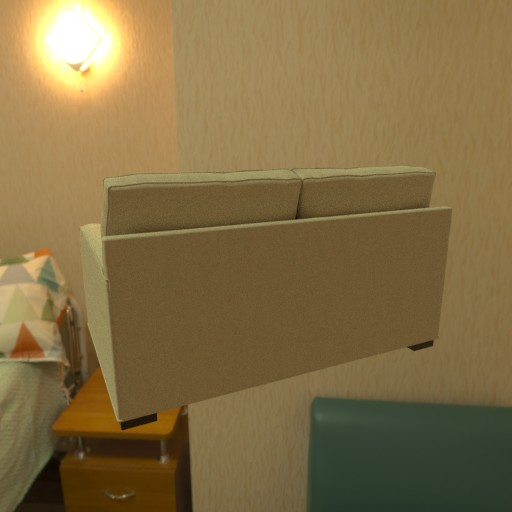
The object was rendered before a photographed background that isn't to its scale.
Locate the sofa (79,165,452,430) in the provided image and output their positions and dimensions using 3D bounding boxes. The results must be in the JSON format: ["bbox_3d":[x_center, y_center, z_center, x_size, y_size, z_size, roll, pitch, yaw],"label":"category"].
[{"bbox_3d":[0.000,0.000,2.100,1.484,0.853,0.942,-7,16,-25],"label":"sofa"}]
